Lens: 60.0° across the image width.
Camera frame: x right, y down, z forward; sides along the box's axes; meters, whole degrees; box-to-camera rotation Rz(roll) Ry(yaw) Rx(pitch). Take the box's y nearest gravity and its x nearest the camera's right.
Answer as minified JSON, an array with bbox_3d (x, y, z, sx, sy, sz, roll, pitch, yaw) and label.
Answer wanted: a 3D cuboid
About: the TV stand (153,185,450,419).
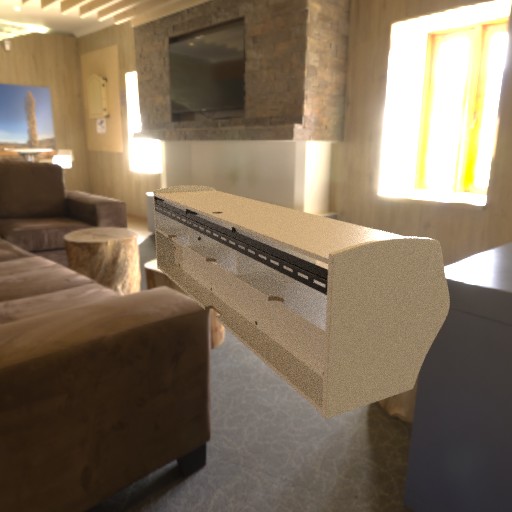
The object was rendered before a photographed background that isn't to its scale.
[{"bbox_3d":[0.000,0.000,1.728,0.397,0.424,1.473,-7,16,-27],"label":"TV stand"}]
